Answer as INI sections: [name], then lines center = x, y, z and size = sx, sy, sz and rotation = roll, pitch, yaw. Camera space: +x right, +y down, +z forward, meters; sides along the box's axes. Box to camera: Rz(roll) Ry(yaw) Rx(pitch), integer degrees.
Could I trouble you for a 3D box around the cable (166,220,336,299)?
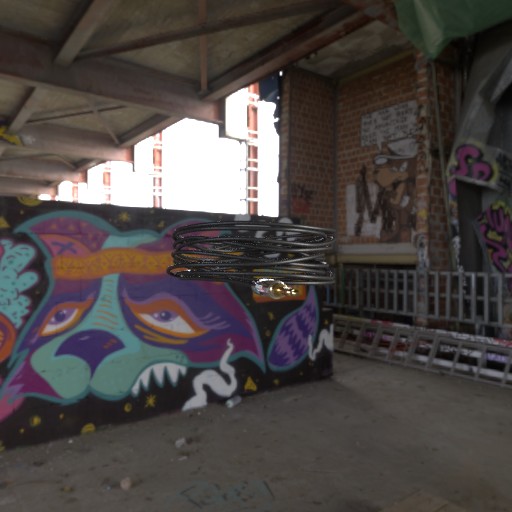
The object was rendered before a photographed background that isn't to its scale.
[cable]
center = 0.000, 0.000, 0.502
size = 0.198, 0.069, 0.432
rotation = 0, -1, -17
